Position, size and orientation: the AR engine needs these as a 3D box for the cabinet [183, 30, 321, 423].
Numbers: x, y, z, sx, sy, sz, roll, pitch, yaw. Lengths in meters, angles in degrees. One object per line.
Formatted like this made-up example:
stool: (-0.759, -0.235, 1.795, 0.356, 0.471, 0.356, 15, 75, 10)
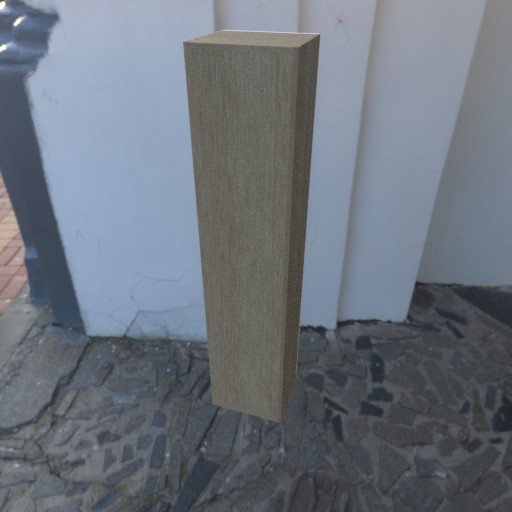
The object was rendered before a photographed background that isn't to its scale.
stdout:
cabinet: (0.000, 0.000, 1.572, 0.300, 1.400, 0.270, 10, 34, 15)
